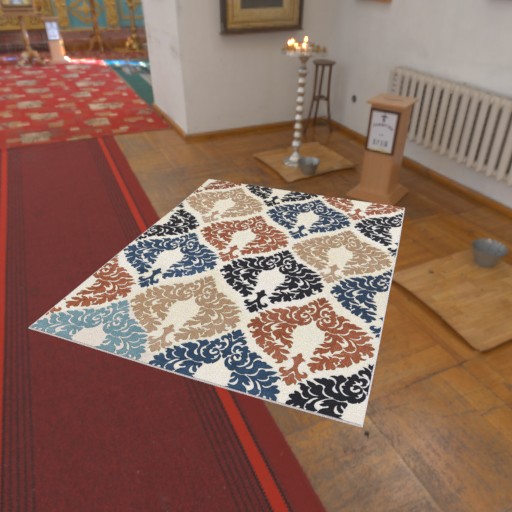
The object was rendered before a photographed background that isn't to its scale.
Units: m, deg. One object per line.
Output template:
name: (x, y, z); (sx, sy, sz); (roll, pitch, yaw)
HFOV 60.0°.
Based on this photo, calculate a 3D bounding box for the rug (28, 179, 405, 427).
rug: (0.000, 0.000, 4.067); (2.423, 0.014, 3.040); (11, 34, 17)
